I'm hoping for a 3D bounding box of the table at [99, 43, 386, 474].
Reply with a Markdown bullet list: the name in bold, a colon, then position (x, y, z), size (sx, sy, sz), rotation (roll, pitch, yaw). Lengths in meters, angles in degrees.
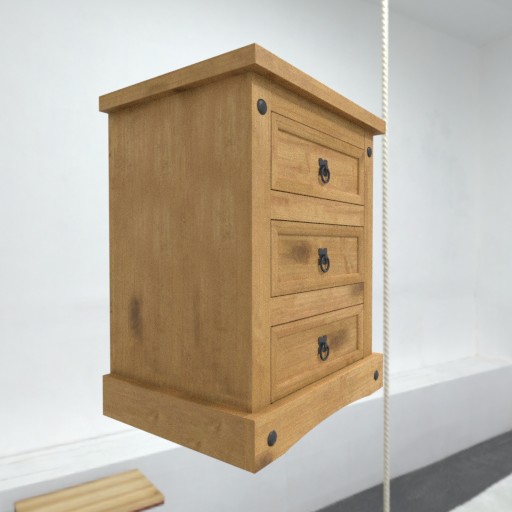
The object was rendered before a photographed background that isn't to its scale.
- **table**: position (0.000, 0.000, 1.244), size (0.500, 0.813, 0.660), rotation (1, 2, 37)
